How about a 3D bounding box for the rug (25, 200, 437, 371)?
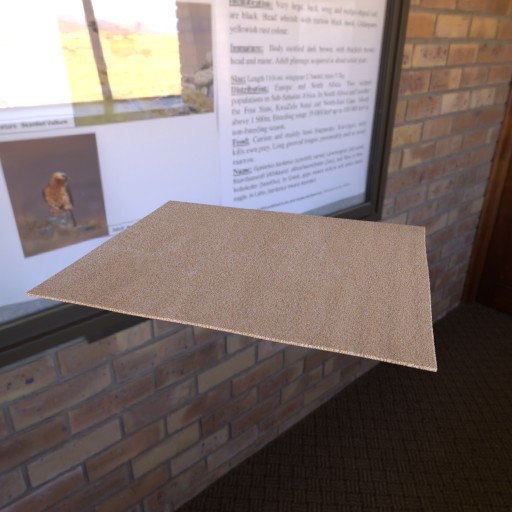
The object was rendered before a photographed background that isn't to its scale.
[{"bbox_3d":[0.000,0.000,4.071,3.000,0.025,2.400,8,26,16],"label":"rug"}]
